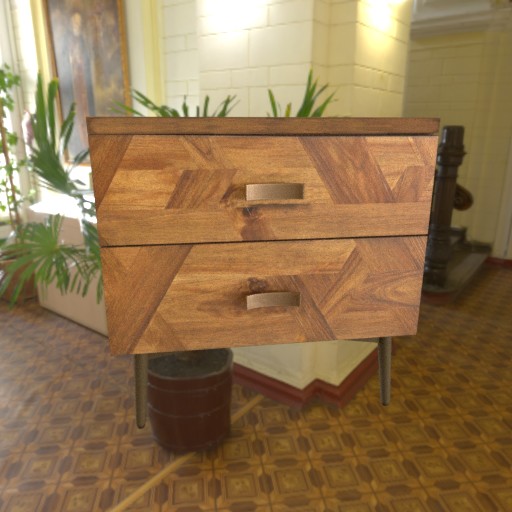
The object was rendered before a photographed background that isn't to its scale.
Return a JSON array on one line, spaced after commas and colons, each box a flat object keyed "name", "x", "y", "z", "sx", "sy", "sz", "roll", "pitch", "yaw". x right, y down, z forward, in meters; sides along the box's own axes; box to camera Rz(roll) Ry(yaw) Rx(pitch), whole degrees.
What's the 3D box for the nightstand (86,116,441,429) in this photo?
[{"name": "nightstand", "x": 0.000, "y": 0.000, "z": 1.030, "sx": 0.610, "sy": 0.610, "sz": 0.458, "roll": -2, "pitch": 17, "yaw": -8}]
